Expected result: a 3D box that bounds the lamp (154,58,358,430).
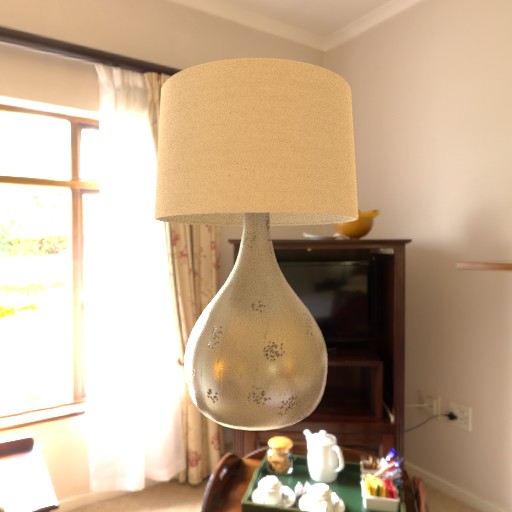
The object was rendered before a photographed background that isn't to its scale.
[{"bbox_3d":[0.000,0.000,0.734,0.330,0.521,0.330,0,1,0],"label":"lamp"}]
